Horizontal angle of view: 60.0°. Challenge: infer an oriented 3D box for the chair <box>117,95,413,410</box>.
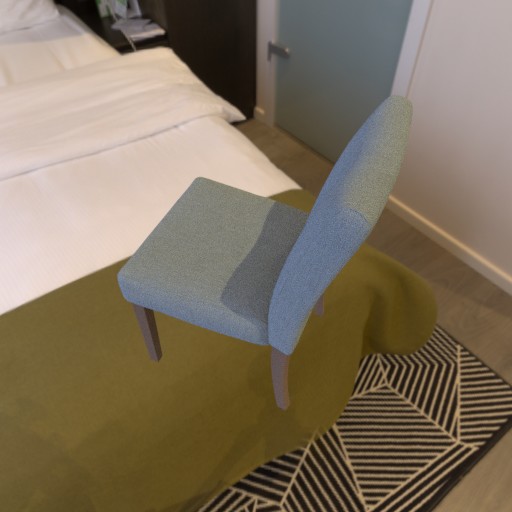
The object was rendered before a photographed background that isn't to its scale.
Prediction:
[{"bbox_3d":[0.000,0.000,1.263,0.629,0.882,0.487,17,50,15],"label":"chair"}]
